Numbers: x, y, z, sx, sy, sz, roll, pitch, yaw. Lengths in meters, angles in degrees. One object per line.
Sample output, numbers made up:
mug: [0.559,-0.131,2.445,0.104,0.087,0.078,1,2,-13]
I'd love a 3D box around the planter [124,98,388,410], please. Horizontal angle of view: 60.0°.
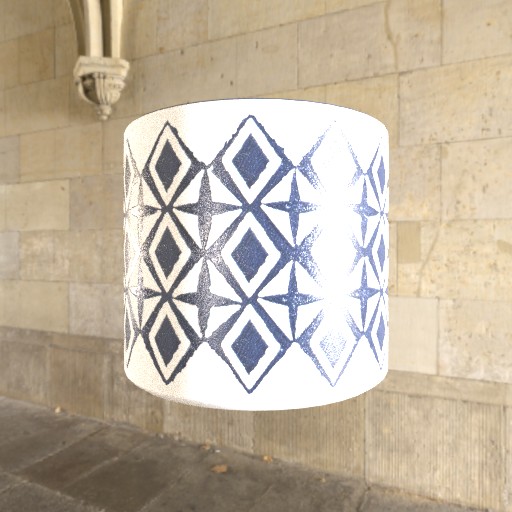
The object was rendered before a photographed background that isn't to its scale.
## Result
planter: [0.000,0.000,0.278,0.159,0.144,0.159,0,0,0]
